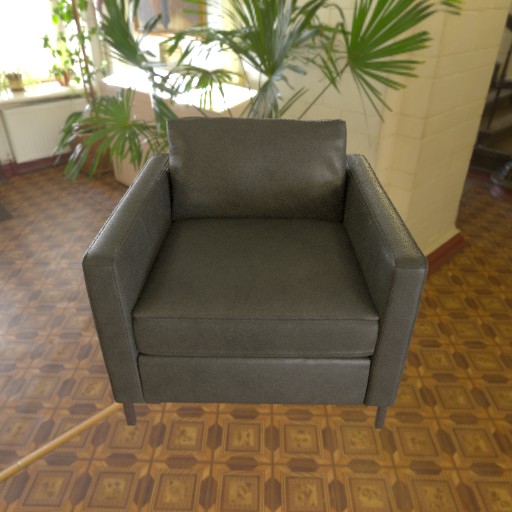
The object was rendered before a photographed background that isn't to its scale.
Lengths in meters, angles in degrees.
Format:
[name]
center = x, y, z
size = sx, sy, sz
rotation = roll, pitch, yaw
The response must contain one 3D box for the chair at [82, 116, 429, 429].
[chair]
center = 0.000, 0.000, 1.505
size = 0.967, 0.824, 0.861
rotation = 0, 31, 1
